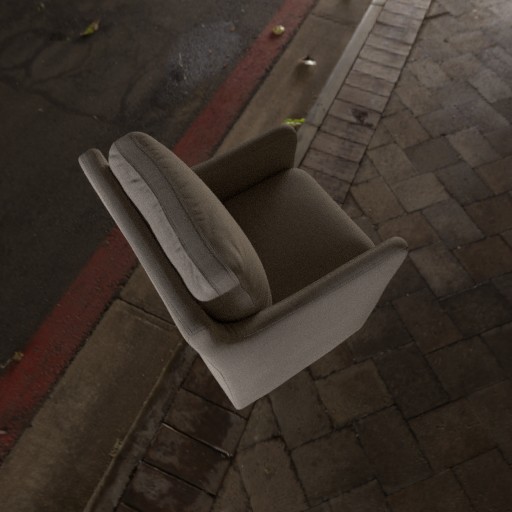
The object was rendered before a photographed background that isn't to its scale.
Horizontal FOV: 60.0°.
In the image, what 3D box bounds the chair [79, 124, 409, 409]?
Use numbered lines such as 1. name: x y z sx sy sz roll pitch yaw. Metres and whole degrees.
1. chair: 0.000 0.000 1.415 0.694 0.914 0.626 -29 63 -16
